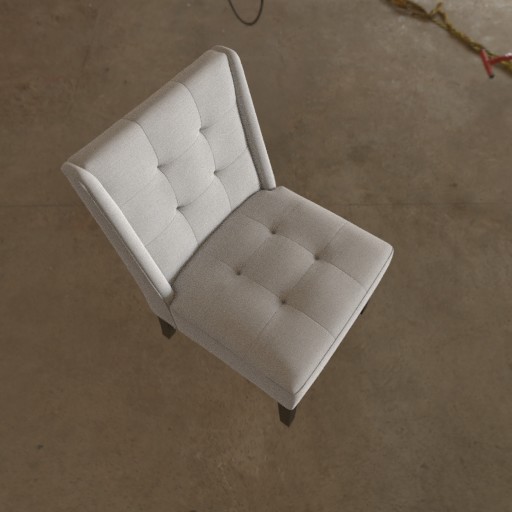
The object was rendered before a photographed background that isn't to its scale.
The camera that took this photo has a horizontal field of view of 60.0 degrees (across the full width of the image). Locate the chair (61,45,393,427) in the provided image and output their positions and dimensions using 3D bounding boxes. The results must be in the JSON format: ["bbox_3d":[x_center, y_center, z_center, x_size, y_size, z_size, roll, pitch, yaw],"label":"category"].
[{"bbox_3d":[0.000,0.000,1.326,0.676,0.853,0.569,32,63,18],"label":"chair"}]
